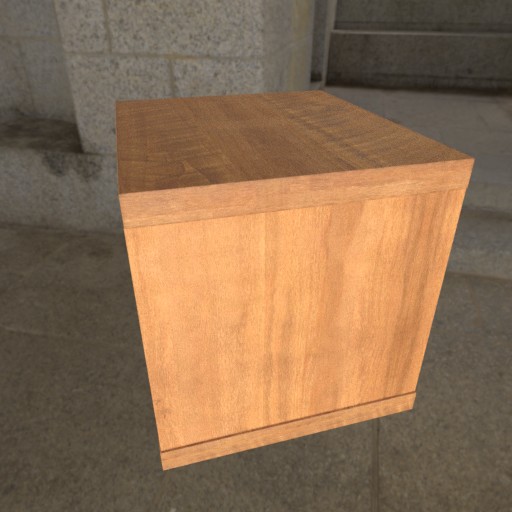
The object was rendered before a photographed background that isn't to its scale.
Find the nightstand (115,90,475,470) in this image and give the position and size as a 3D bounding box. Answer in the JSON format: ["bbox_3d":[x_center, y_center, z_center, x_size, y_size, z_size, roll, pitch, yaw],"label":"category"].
[{"bbox_3d":[0.000,0.000,0.831,0.436,0.491,0.493,-8,31,-14],"label":"nightstand"}]
